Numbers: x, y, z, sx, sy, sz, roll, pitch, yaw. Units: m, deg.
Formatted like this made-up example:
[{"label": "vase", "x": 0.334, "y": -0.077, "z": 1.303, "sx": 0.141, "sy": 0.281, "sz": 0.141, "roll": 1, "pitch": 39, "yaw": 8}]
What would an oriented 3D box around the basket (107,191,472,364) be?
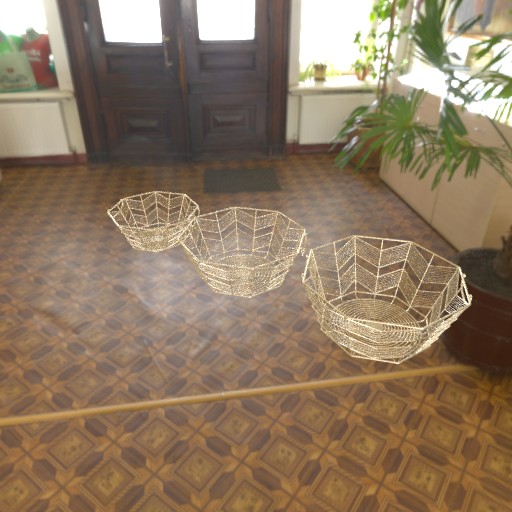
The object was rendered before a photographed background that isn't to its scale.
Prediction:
[{"label": "basket", "x": 0.000, "y": 0.000, "z": 1.398, "sx": 1.246, "sy": 0.178, "sz": 0.432, "roll": 20, "pitch": 37, "yaw": 30}]
